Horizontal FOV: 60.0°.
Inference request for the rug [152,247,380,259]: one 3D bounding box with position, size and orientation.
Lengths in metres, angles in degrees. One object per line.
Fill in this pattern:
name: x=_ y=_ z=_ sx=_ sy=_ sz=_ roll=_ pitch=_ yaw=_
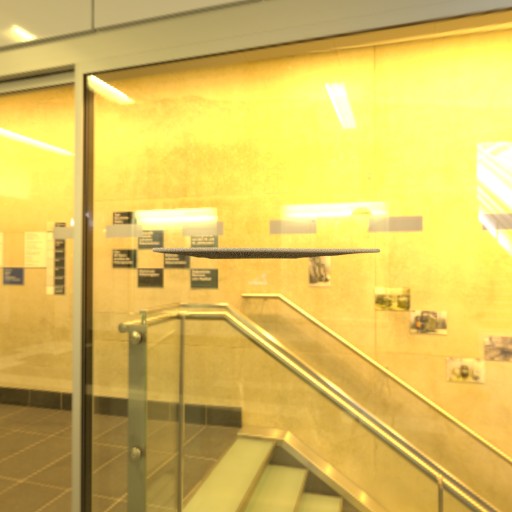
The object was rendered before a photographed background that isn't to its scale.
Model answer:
rug: x=0.000 y=0.000 z=2.325 sx=0.645 sy=0.015 sz=2.182 roll=0 pitch=-1 yaw=-2
